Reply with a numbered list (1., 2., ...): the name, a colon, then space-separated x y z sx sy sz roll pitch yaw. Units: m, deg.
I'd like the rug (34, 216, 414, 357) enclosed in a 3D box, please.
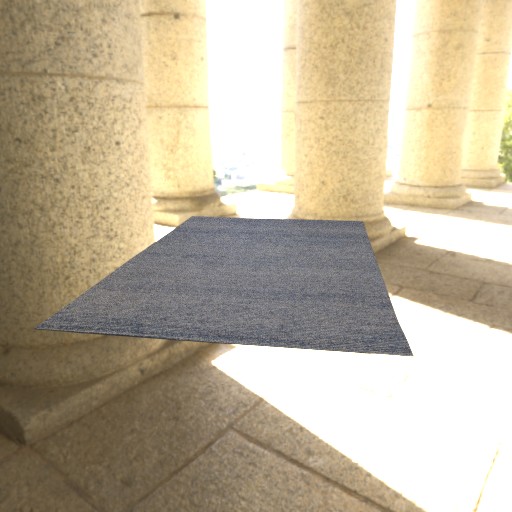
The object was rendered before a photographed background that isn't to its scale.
1. rug: 0.000 0.000 2.106 1.135 0.010 1.740 3 17 8
